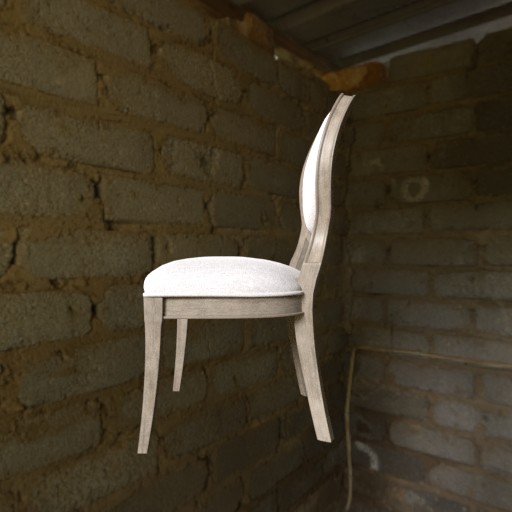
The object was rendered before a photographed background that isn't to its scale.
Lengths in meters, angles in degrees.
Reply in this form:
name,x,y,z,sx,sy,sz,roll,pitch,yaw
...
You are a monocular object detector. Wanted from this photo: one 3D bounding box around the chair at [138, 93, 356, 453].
name,x,y,z,sx,sy,sz,roll,pitch,yaw
chair,0.000,0.000,1.381,0.602,0.990,0.558,0,0,-1
